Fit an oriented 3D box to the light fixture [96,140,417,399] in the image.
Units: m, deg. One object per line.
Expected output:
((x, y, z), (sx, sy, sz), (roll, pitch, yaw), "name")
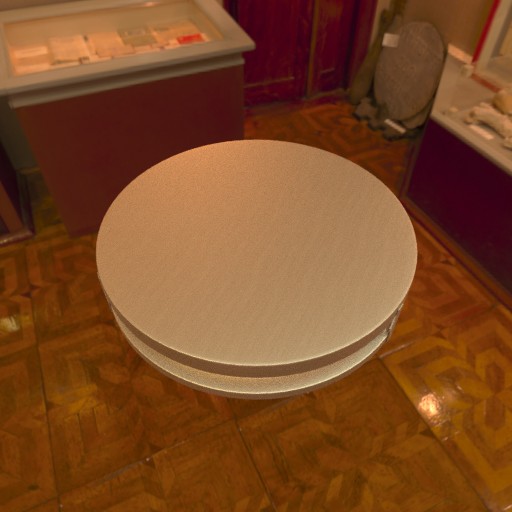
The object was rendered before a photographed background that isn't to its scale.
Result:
((0.000, 0.000, 0.539), (0.356, 0.102, 0.356), (0, 47, 0), "light fixture")
